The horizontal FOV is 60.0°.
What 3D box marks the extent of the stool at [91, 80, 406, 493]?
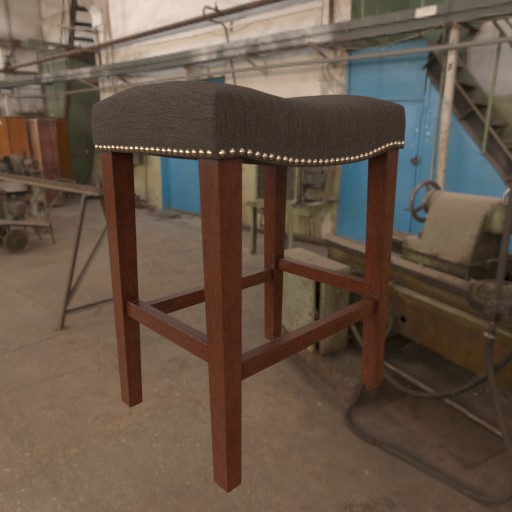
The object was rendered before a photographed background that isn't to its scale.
[{"bbox_3d":[0.000,0.000,0.930,0.504,0.654,0.372,-15,21,-42],"label":"stool"}]
